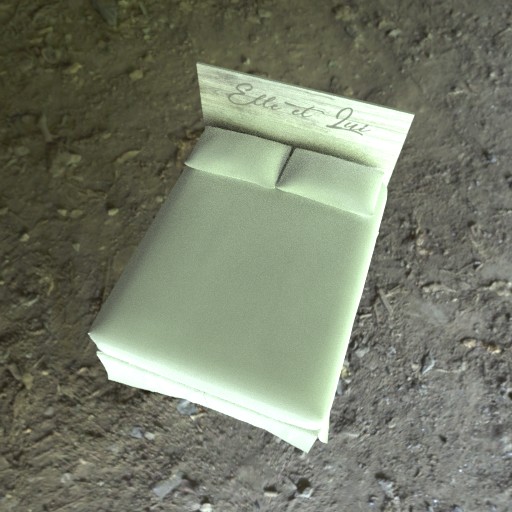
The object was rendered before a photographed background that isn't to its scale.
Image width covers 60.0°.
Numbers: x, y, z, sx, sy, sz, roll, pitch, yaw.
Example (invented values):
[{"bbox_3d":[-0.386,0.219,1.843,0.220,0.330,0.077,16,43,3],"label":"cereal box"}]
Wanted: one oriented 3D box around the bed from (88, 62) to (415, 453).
[{"bbox_3d":[0.000,0.000,3.187,1.745,1.335,2.094,17,60,10],"label":"bed"}]
